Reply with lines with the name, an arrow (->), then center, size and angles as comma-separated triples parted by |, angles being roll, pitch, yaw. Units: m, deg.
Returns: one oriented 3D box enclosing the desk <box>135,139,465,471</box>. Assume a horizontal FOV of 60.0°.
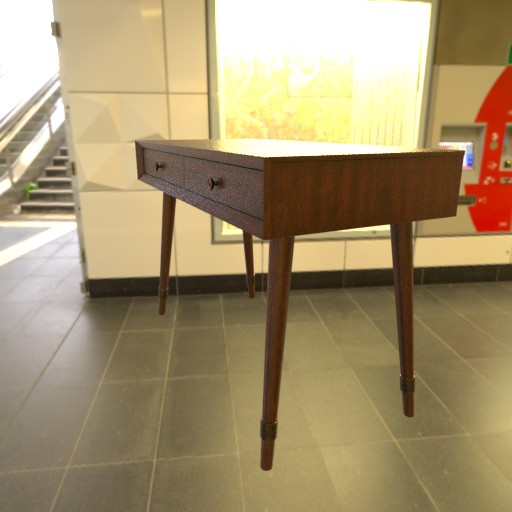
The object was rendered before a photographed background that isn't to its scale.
desk -> 0.000, 0.000, 2.101 | 0.734, 1.031, 1.577 | -8, 18, -25
